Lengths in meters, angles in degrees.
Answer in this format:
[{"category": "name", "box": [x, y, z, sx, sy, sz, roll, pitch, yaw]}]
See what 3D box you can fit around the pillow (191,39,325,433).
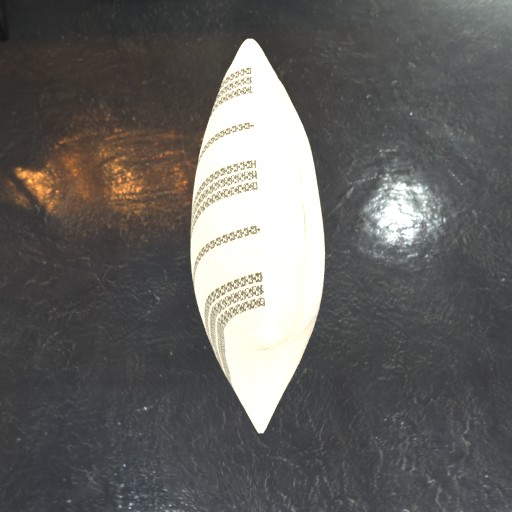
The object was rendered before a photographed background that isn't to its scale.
[{"category": "pillow", "box": [0.000, 0.000, 0.626, 0.173, 0.406, 0.405, -2, 59, -1]}]
